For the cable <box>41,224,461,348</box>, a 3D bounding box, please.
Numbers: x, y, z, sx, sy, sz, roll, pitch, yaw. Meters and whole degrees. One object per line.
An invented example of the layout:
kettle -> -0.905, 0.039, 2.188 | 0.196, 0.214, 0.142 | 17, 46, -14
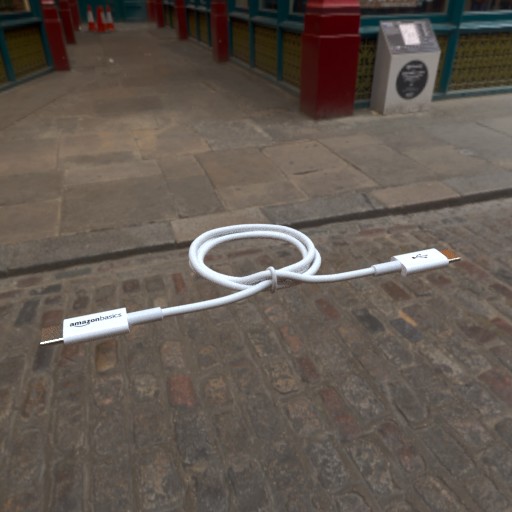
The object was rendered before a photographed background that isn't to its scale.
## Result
cable -> 0.000, 0.000, 0.229 | 0.203, 0.014, 0.070 | -10, 33, -16
